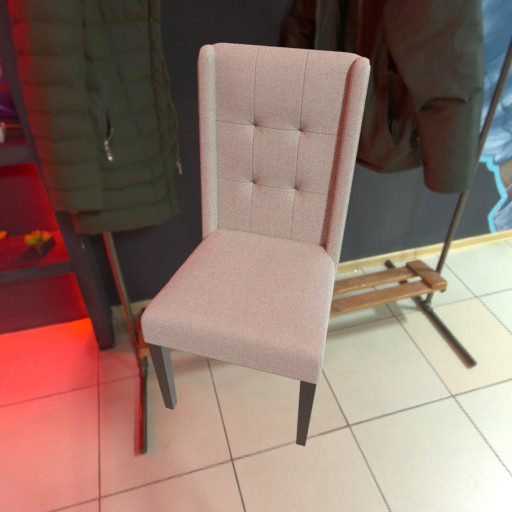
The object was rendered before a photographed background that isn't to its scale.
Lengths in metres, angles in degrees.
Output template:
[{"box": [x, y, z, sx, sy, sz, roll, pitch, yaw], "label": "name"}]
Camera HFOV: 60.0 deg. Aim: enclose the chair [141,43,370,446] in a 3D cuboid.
[{"box": [0.000, 0.000, 1.231, 0.474, 0.961, 0.523, 11, 40, 13], "label": "chair"}]
